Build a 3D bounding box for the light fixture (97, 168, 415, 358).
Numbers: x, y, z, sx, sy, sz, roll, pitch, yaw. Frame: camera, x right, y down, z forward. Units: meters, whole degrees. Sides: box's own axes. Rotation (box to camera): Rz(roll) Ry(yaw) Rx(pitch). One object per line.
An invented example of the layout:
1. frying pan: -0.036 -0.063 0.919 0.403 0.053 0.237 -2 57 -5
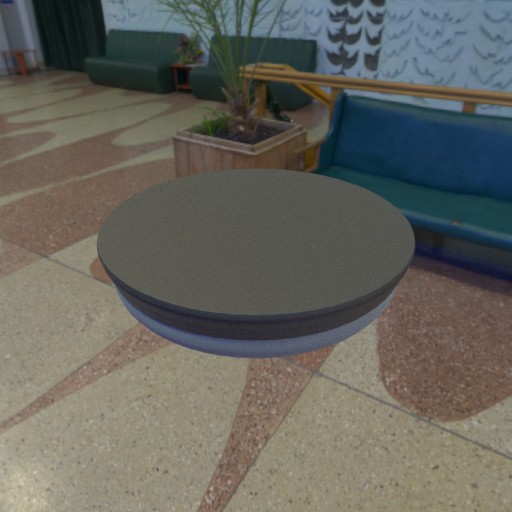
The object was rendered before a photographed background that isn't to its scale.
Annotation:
1. light fixture: 0.000 0.000 0.559 0.368 0.100 0.368 0 31 0
